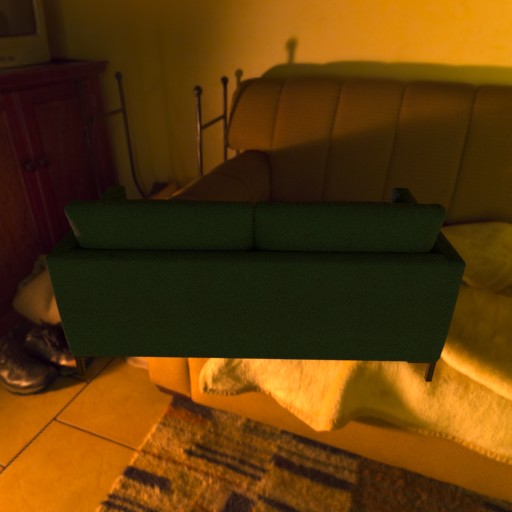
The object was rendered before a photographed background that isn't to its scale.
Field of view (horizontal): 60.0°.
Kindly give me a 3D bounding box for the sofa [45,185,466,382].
[{"bbox_3d":[0.000,0.000,2.196,1.676,0.817,0.875,1,29,1],"label":"sofa"}]
